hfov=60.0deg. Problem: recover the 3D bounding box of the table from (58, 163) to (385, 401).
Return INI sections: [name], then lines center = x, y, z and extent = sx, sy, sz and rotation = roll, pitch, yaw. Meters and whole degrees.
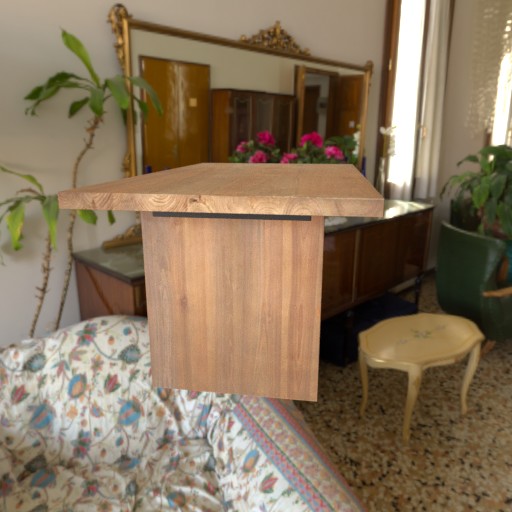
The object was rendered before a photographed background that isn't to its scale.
[table]
center = 0.000, 0.000, 2.118
extent = 0.946, 0.780, 1.609
rotation = 2, 15, 9
